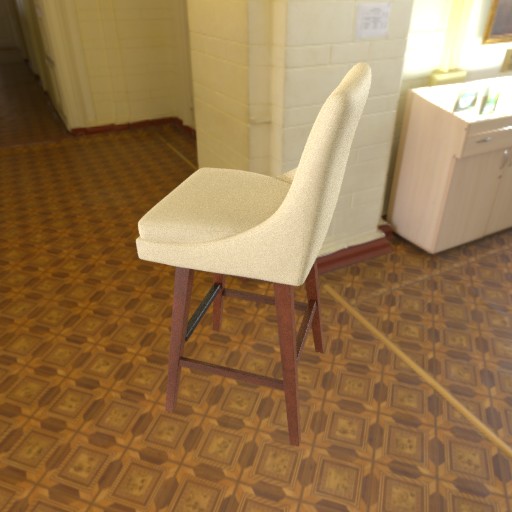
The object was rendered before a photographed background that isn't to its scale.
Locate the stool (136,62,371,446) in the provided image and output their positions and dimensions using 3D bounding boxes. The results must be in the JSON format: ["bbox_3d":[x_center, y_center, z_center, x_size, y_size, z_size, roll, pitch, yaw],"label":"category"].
[{"bbox_3d":[0.000,0.000,1.386,0.559,1.097,0.470,9,33,15],"label":"stool"}]
